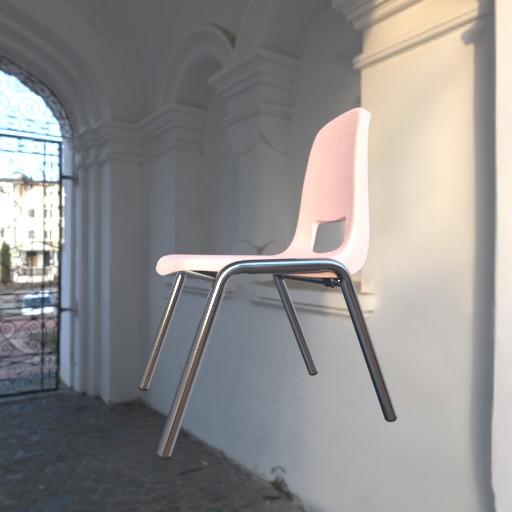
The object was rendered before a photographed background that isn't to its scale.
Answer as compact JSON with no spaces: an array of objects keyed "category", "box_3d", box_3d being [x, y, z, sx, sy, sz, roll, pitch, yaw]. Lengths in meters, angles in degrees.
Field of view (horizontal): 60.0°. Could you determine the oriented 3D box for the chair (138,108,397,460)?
[{"category":"chair","box_3d":[0.000,0.000,0.864,0.423,0.586,0.354,0,1,-19]}]
